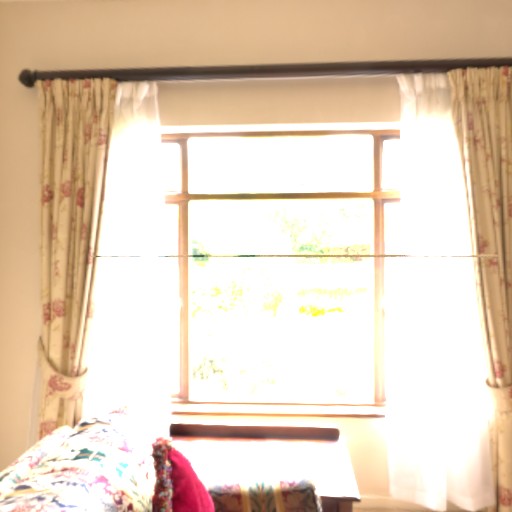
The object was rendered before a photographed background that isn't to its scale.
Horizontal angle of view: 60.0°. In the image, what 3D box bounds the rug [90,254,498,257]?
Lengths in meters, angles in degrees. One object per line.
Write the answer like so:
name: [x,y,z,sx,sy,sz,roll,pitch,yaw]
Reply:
rug: [0.000,0.000,2.976,1.521,0.015,2.436,0,0,-35]
